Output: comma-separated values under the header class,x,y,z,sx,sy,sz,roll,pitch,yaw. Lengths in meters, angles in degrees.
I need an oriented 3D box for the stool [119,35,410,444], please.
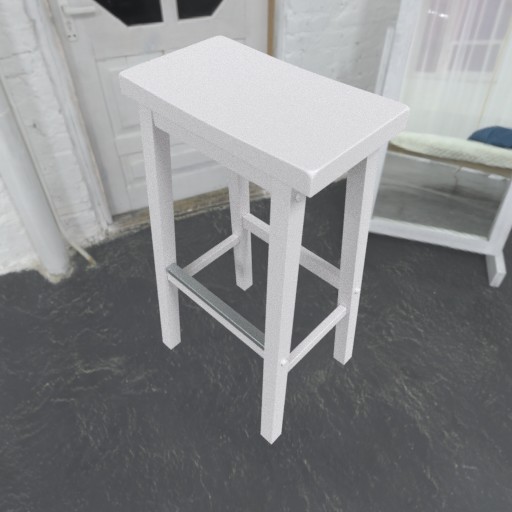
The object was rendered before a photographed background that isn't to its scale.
class,x,y,z,sx,sy,sz,roll,pitch,yaw
stool,0.000,0.000,0.947,0.406,0.742,0.322,34,55,29
